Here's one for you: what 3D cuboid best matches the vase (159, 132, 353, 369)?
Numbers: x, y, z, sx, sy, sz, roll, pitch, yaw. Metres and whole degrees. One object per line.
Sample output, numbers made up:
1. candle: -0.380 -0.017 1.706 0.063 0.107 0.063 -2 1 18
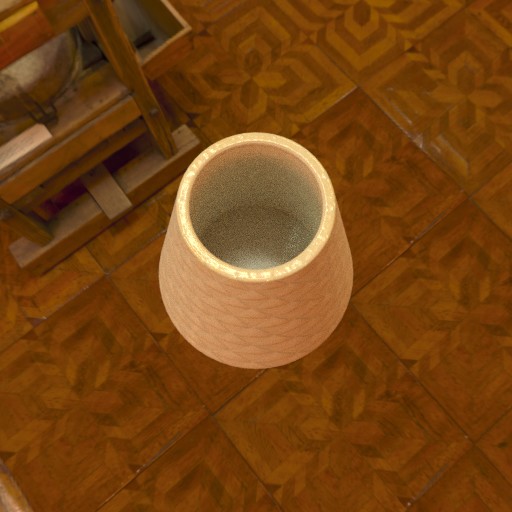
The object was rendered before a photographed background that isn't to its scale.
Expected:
1. vase: 0.000 0.000 0.354 0.175 0.230 0.175 0 76 0
